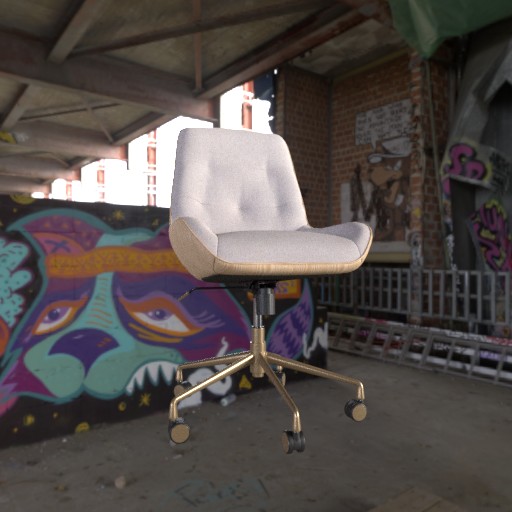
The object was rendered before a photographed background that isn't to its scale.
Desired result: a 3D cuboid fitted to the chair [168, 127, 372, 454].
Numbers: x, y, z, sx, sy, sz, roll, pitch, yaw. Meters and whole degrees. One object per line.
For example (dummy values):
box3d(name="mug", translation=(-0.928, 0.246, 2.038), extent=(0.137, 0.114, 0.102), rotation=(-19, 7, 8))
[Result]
box3d(name="chair", translation=(0.000, 0.000, 1.365), extent=(0.564, 0.952, 0.668), rotation=(0, 0, -17))
